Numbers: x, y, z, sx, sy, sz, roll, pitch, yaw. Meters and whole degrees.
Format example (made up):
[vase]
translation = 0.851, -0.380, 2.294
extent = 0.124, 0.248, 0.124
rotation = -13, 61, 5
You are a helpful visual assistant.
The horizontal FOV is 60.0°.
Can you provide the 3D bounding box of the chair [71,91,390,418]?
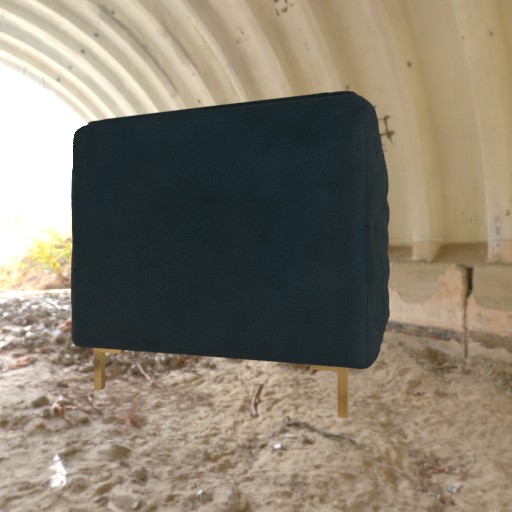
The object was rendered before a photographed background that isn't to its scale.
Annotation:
[chair]
translation = 0.000, 0.000, 1.531
extent = 0.868, 0.771, 0.877
rotation = 0, 0, 19
